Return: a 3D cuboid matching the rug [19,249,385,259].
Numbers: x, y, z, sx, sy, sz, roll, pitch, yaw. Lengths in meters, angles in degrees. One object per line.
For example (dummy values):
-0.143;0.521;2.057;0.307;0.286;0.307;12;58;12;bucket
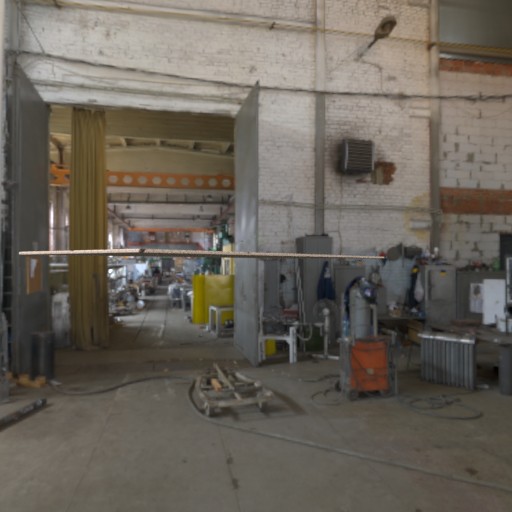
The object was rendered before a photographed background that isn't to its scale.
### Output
0.000;0.000;2.661;0.762;0.012;2.438;-1;-1;34;rug
